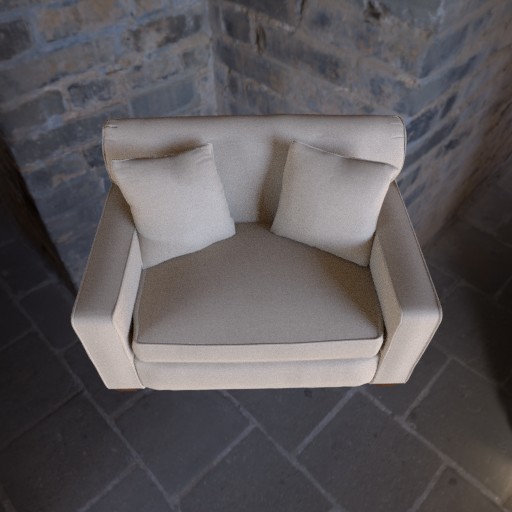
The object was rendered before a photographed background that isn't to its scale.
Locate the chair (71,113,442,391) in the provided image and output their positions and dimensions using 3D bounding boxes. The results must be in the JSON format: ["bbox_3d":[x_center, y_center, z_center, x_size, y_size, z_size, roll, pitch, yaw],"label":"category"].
[{"bbox_3d":[0.000,0.000,2.042,1.383,0.948,1.000,-1,48,-1],"label":"chair"}]
